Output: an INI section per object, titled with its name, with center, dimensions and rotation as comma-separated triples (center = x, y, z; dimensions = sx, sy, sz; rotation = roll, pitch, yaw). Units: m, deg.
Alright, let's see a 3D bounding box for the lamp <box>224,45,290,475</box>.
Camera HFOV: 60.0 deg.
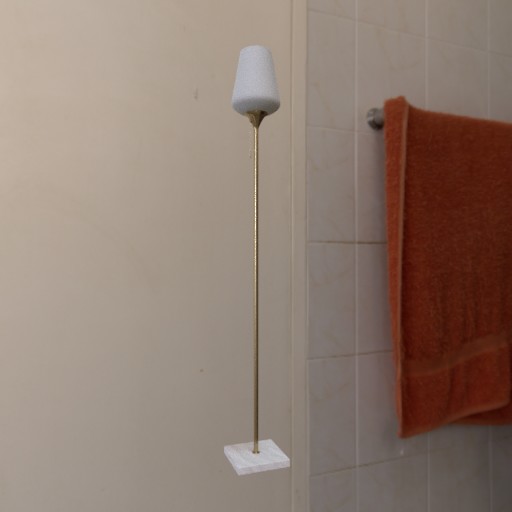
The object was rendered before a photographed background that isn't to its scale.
[lamp]
center = 0.000, 0.000, 1.977
dimensions = 0.232, 1.813, 0.229
rotation = 0, 0, -19
